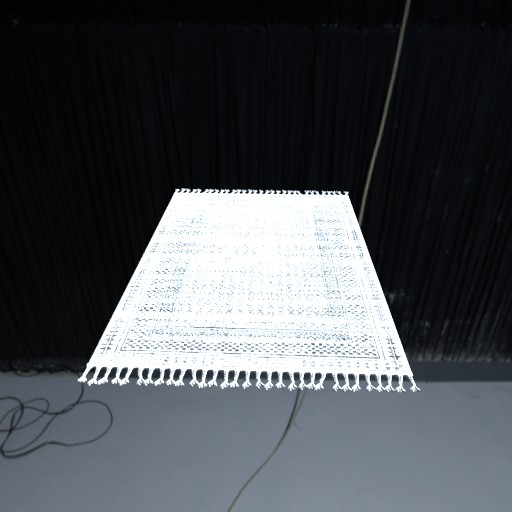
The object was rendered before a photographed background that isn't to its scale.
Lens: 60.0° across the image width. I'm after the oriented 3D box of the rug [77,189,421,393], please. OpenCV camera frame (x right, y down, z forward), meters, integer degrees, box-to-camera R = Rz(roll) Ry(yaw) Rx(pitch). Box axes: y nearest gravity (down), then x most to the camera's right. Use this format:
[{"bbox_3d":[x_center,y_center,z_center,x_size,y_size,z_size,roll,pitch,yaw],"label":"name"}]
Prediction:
[{"bbox_3d":[0.000,0.000,2.378,1.243,0.013,1.872,1,31,2],"label":"rug"}]
